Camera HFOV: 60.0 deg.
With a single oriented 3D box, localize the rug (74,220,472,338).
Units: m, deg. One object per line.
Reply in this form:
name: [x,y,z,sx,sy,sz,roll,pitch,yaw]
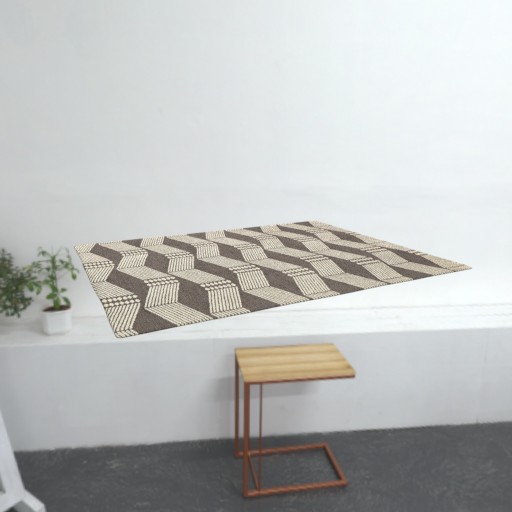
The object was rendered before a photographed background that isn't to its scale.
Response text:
rug: [0.000,0.000,4.262,3.048,0.016,2.438,-8,17,-26]
